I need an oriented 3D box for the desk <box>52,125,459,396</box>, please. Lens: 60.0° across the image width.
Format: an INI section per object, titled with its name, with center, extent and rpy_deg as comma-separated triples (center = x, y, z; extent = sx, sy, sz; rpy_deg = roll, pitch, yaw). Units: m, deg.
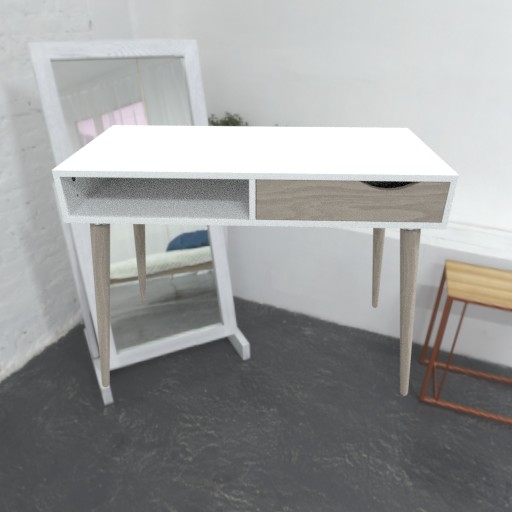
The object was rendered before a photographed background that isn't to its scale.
[desk]
center = 0.000, 0.000, 1.446
extent = 0.979, 0.723, 0.491
rpy_deg = 1, 29, 2
